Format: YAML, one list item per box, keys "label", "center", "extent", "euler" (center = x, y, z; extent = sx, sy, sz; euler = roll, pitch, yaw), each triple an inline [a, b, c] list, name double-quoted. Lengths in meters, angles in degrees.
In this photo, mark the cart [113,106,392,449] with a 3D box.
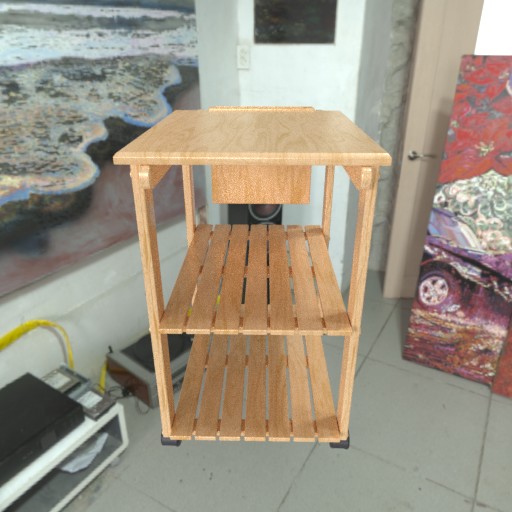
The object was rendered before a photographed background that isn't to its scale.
- label: "cart"
  center: [0.000, 0.000, 1.359]
  extent: [0.520, 0.816, 0.843]
  euler: [0, 25, 1]
